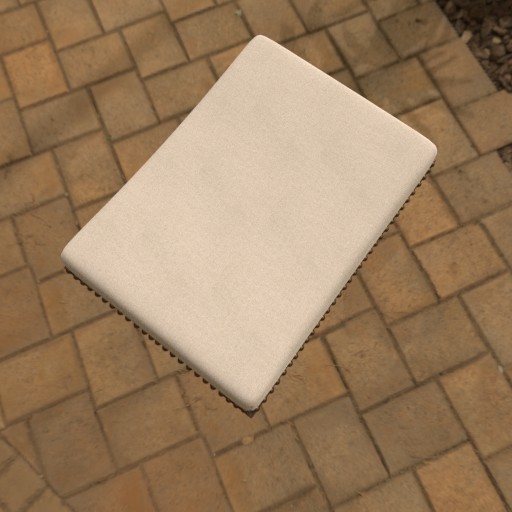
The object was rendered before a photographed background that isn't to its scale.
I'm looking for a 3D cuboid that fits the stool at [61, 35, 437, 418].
[{"bbox_3d":[0.000,0.000,0.928,0.361,0.642,0.500,36,78,9],"label":"stool"}]
